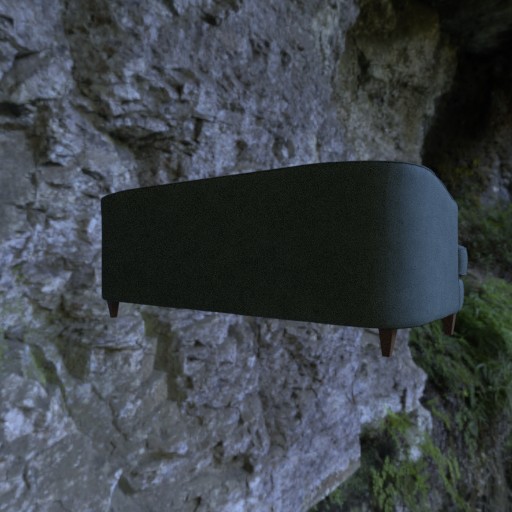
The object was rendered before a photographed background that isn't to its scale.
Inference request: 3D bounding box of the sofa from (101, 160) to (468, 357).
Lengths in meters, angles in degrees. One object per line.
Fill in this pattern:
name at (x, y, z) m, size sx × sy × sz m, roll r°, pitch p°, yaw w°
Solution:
sofa at (0.000, 0.000, 2.770) m, size 2.278 × 0.855 × 0.941 m, roll 0°, pitch 0°, yaw 37°
